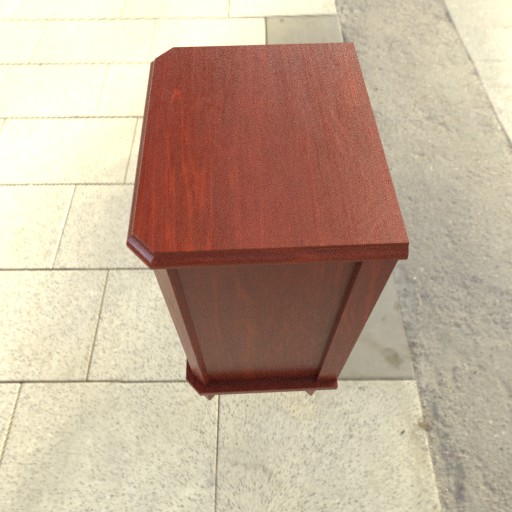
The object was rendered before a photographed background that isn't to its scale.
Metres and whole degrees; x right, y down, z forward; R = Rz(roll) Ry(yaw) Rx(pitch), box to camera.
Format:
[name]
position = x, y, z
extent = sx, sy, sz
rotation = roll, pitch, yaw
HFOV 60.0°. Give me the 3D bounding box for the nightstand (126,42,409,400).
[nightstand]
position = 0.000, 0.000, 0.924
extent = 0.351, 0.681, 0.435
rotation = -2, 58, -1
